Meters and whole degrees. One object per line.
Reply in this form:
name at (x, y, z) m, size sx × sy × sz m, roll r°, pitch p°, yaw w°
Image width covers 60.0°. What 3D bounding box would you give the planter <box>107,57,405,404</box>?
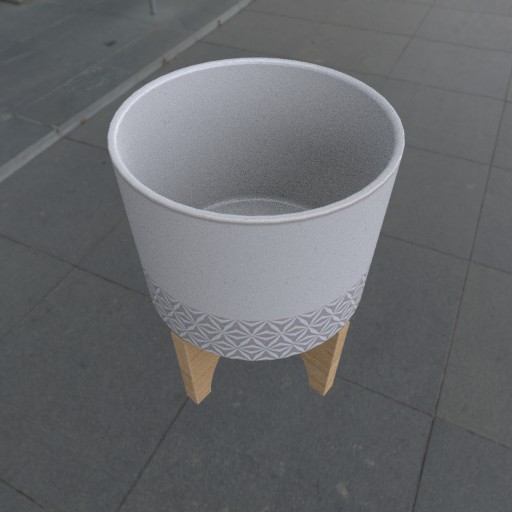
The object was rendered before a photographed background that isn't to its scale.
planter at (0.000, 0.000, 0.383) m, size 0.188 × 0.260 × 0.188 m, roll 0°, pitch 48°, yaw 0°
